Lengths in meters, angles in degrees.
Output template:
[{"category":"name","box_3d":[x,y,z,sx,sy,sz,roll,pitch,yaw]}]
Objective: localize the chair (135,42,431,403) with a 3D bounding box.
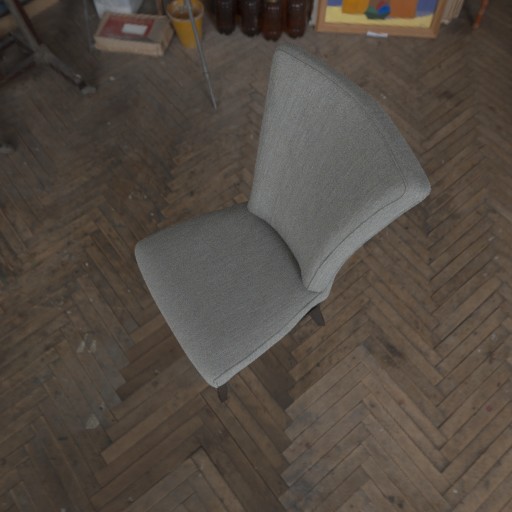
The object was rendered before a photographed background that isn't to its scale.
[{"category":"chair","box_3d":[0.000,0.000,1.365,0.660,0.991,0.520,-30,68,-13]}]
